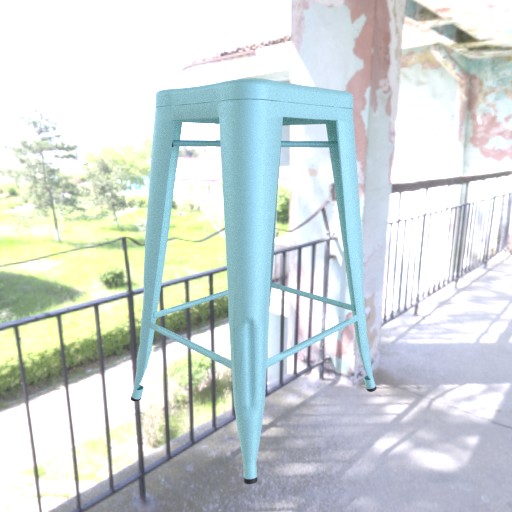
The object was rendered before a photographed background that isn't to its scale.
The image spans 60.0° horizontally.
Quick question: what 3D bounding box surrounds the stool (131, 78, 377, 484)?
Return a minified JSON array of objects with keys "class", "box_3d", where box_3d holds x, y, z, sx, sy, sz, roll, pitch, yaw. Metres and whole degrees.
[{"class":"stool","box_3d":[0.000,0.000,0.871,0.359,0.609,0.399,13,19,42]}]
